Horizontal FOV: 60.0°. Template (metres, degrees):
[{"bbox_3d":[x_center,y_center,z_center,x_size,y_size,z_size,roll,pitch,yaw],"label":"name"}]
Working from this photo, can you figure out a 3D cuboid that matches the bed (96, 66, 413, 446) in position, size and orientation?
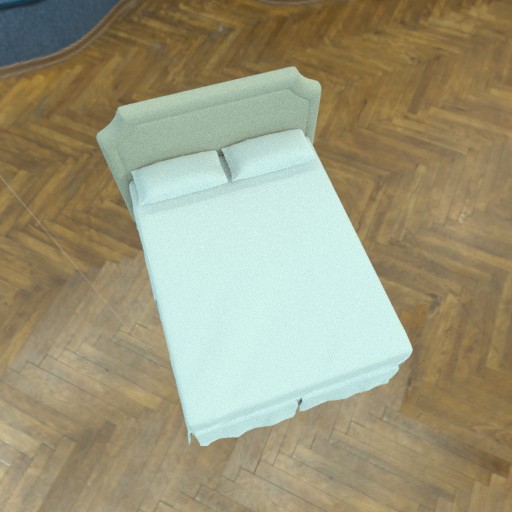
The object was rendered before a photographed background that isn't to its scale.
[{"bbox_3d":[0.000,0.000,3.170,1.693,1.290,2.116,-16,64,-8],"label":"bed"}]
